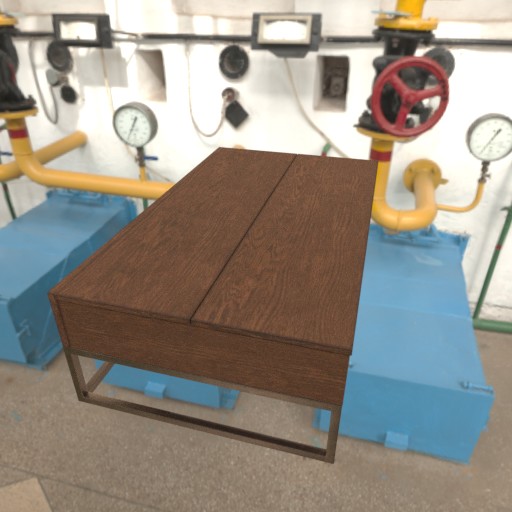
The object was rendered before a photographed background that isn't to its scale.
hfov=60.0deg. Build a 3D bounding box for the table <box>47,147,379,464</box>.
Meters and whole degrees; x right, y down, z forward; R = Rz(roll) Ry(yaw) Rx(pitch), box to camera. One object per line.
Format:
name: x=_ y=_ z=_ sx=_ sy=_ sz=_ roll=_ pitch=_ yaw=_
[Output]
table: x=0.000 y=0.000 z=1.517 sx=0.719 sy=0.361 sz=1.167 roll=8 pitch=32 yaw=14
